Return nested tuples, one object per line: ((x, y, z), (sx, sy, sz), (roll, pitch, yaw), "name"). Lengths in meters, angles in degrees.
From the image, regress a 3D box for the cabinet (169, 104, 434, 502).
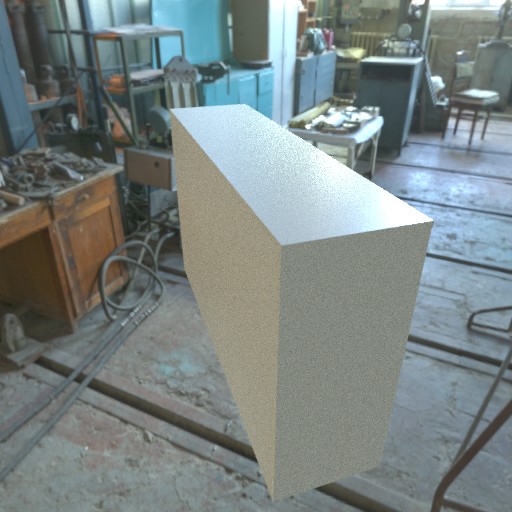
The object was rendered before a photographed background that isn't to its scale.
((0.000, 0.000, 1.790), (0.380, 0.900, 1.450), (-10, 31, -16), "cabinet")
